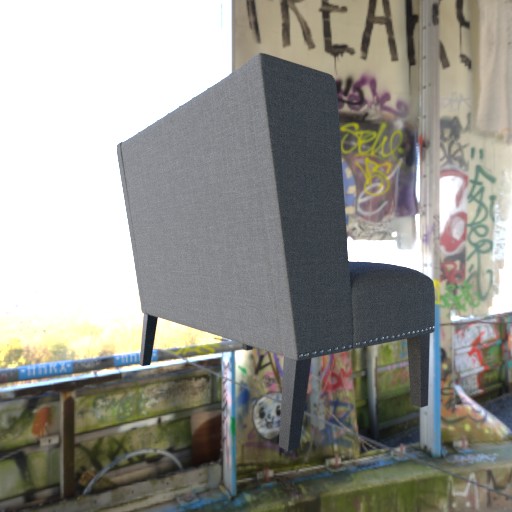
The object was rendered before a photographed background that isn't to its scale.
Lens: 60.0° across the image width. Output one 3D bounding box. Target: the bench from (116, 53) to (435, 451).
[{"bbox_3d":[0.000,0.000,1.952,0.842,1.121,1.276,0,1,-35],"label":"bench"}]
